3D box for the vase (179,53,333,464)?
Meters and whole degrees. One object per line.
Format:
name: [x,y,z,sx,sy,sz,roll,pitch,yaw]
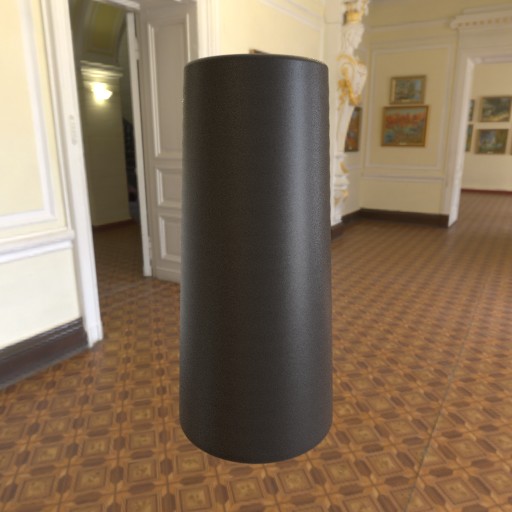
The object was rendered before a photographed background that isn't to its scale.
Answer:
vase: [0.000,0.000,0.363,0.136,0.289,0.136,14,20,43]
